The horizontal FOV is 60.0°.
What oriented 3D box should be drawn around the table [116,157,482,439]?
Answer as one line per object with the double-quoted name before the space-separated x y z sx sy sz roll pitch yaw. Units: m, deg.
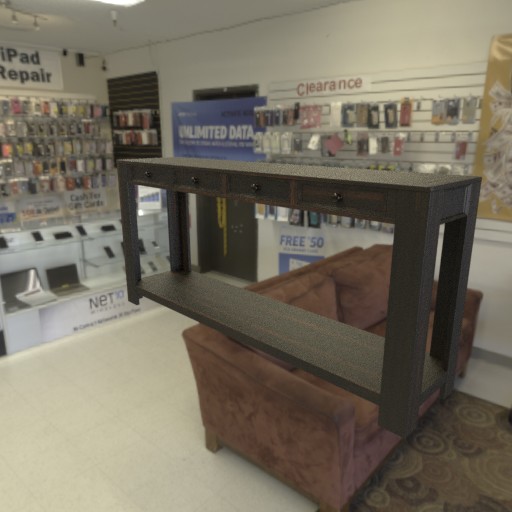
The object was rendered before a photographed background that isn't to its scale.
"table" 0.000 0.000 1.917 1.631 0.762 0.384 15 21 43
